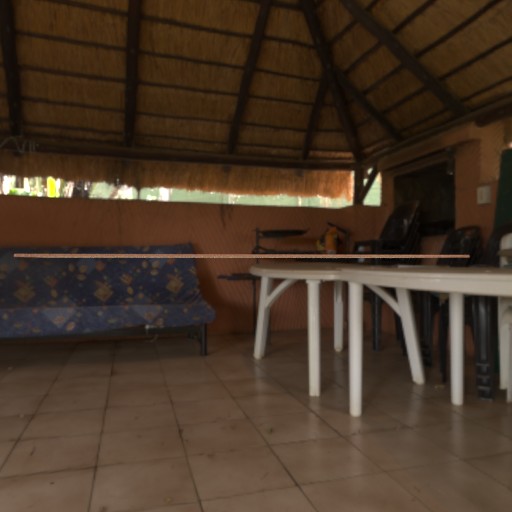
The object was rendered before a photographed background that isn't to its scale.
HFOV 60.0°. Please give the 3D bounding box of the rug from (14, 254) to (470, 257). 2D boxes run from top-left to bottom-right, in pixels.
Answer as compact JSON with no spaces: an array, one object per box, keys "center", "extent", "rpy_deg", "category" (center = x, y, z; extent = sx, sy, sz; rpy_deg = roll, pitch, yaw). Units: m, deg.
[{"center":[0.000,0.000,2.647],"extent":[2.439,0.017,0.764],"rpy_deg":[0,0,-17],"category":"rug"}]
